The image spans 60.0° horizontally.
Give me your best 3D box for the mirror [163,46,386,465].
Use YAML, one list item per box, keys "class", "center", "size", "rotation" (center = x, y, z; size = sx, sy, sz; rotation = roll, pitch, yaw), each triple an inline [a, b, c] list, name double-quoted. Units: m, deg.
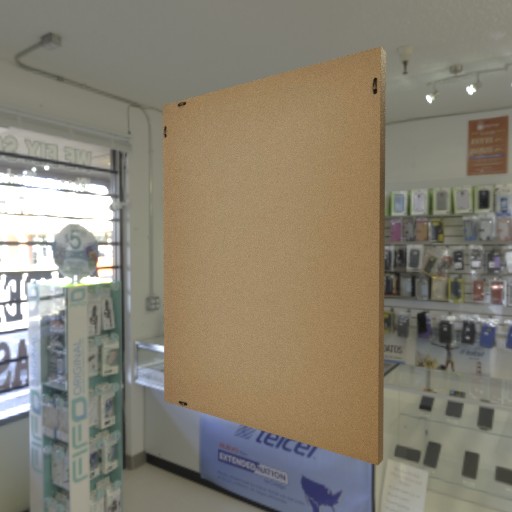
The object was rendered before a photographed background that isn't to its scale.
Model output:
- class: "mirror"
  center: [0.000, 0.000, 1.311]
  size: [0.762, 1.016, 0.041]
  rotation: [1, 2, 36]
